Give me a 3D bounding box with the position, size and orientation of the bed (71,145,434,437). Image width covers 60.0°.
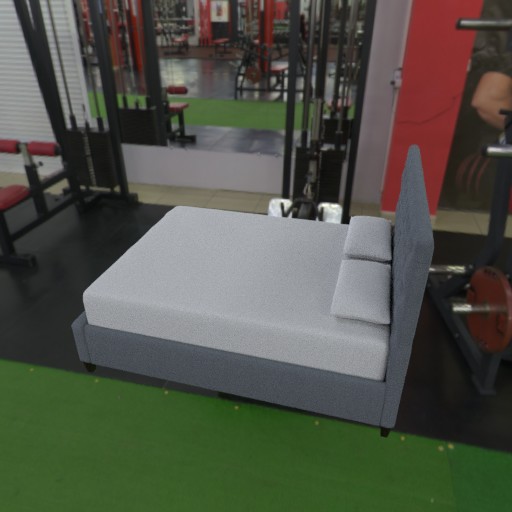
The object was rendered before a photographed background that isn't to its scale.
[{"bbox_3d":[0.000,0.000,3.388,2.231,1.427,1.698,8,31,13],"label":"bed"}]
